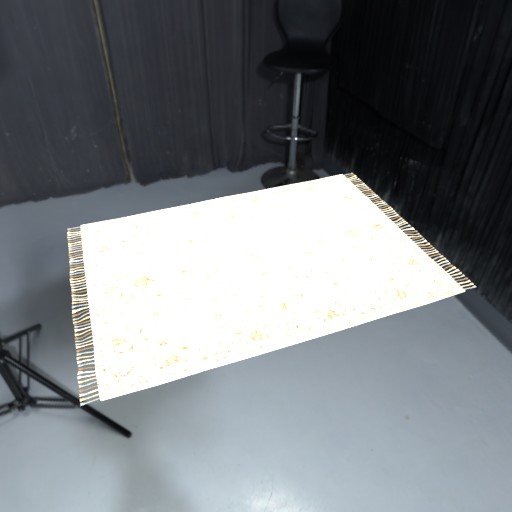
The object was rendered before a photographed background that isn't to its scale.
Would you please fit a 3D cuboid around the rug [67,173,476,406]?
[{"bbox_3d":[0.000,0.000,2.342,1.861,0.017,1.218,-13,41,-16],"label":"rug"}]
